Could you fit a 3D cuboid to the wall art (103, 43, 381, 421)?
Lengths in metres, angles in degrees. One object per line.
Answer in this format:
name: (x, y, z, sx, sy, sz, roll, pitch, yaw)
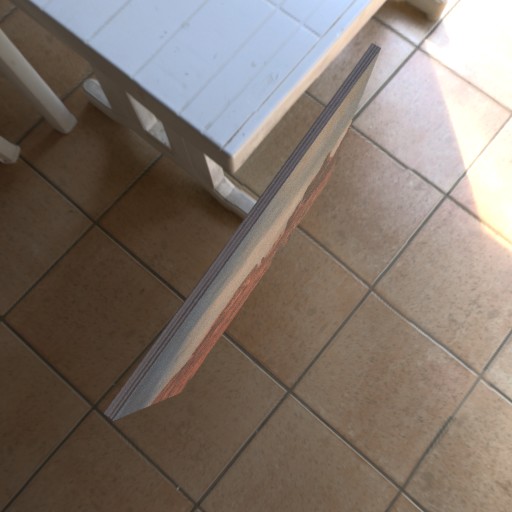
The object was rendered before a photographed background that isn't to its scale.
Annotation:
wall art: (0.000, 0.000, 0.676, 0.013, 0.406, 0.508, 34, 79, 8)
